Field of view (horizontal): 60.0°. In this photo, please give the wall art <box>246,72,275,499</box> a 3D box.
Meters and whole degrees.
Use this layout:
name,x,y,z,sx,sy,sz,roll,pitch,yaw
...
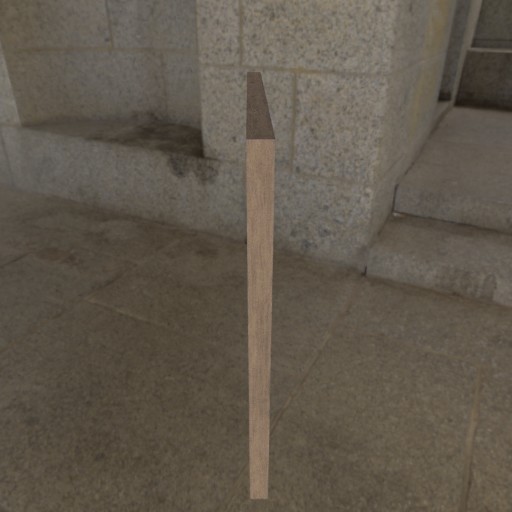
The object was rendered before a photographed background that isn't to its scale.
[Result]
name,x,y,z,sx,sy,sz,roll,pitch,yaw
wall art,0.000,0.000,1.094,0.038,0.762,0.762,0,29,-1
